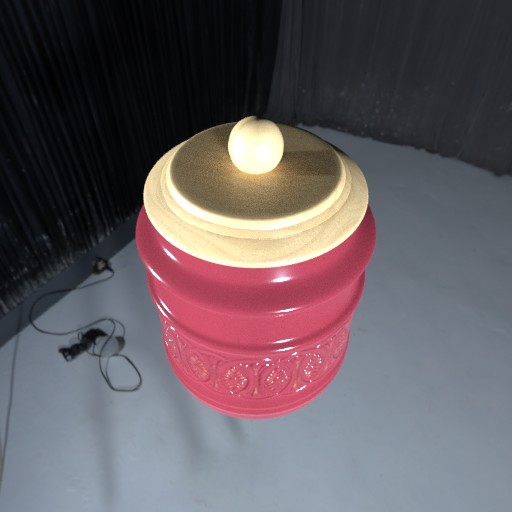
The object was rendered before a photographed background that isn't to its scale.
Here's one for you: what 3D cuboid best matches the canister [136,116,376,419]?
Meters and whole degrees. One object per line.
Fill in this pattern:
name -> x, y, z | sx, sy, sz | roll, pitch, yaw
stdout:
canister -> 0.000, 0.000, 0.264 | 0.130, 0.176, 0.130 | 0, 46, 0
